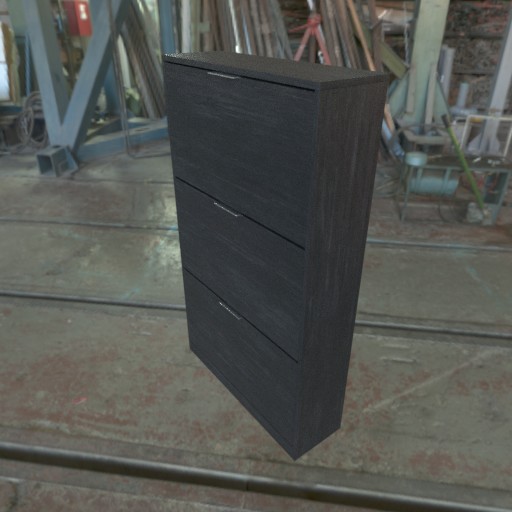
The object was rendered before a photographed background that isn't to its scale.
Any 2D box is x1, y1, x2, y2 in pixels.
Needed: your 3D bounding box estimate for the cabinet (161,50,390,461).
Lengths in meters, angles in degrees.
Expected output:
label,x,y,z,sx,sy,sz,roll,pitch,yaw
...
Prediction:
label,x,y,z,sx,sy,sz,roll,pitch,yaw
cabinet,0.000,0.000,1.591,0.250,1.280,0.750,-21,36,-32
